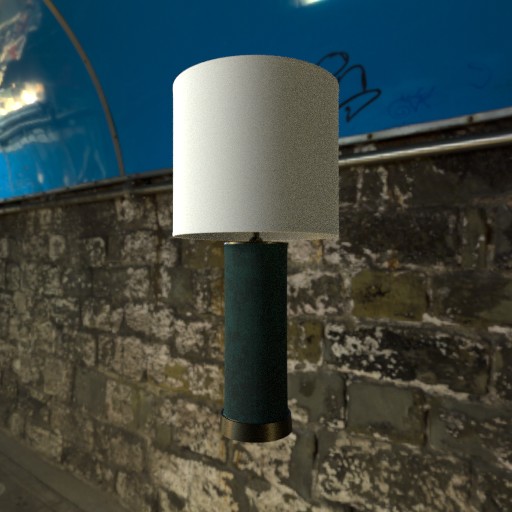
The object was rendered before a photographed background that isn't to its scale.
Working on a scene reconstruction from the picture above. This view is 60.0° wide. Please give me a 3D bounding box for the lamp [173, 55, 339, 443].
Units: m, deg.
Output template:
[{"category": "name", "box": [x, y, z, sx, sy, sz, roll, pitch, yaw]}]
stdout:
[{"category": "lamp", "box": [0.000, 0.000, 0.814, 0.301, 0.630, 0.301, 0, -1, -37]}]
